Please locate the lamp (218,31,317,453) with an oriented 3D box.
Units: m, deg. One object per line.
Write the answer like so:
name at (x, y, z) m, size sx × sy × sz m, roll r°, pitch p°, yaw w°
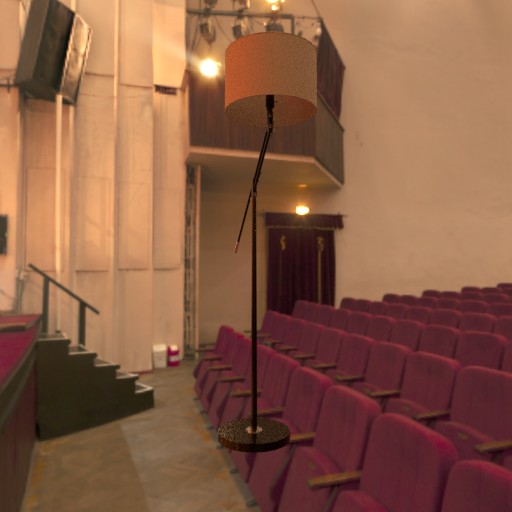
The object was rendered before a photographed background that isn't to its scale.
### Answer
lamp at (0.000, 0.000, 1.995) m, size 0.373 × 1.635 × 0.809 m, roll 1°, pitch -2°, yaw -16°
